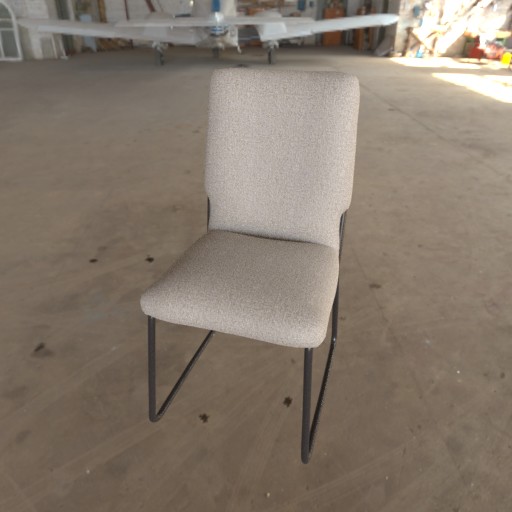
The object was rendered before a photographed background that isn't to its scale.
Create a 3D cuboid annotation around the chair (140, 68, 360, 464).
[{"bbox_3d":[0.000,0.000,1.173,0.448,0.864,0.560,9,31,15],"label":"chair"}]
